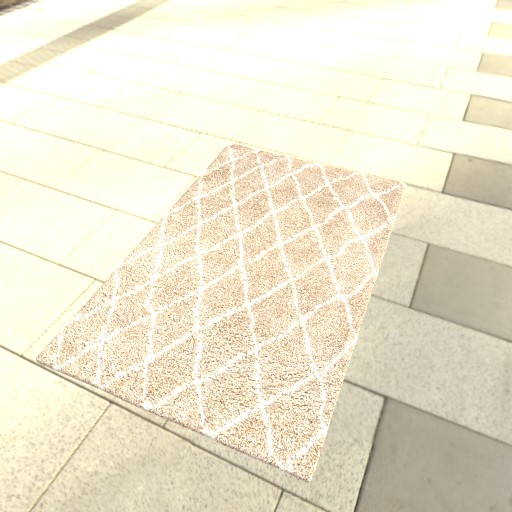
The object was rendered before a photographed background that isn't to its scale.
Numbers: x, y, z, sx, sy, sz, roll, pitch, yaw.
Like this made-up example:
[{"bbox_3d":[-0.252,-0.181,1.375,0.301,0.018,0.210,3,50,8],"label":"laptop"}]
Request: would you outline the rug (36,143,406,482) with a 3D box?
[{"bbox_3d":[0.000,0.000,3.358,1.778,0.030,2.743,17,48,16],"label":"rug"}]
